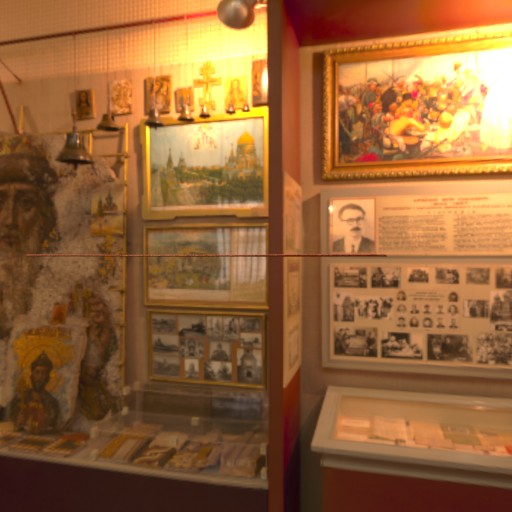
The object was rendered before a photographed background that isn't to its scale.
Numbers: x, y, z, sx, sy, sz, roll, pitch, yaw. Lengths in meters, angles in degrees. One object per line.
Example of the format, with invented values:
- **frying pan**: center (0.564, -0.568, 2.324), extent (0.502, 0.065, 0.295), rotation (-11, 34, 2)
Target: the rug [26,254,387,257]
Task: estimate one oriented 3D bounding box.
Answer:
- **rug**: center (0.000, 0.000, 2.807), extent (1.594, 0.009, 2.112), rotation (0, 0, 17)
